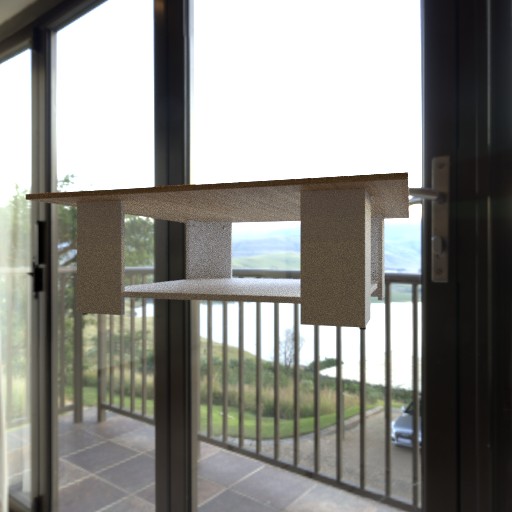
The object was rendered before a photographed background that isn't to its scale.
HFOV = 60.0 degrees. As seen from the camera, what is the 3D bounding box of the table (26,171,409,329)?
[{"bbox_3d":[0.000,0.000,1.363,0.890,0.305,0.890,0,0,19],"label":"table"}]
